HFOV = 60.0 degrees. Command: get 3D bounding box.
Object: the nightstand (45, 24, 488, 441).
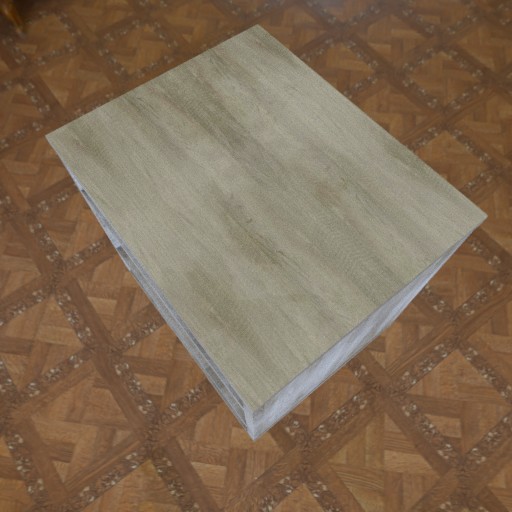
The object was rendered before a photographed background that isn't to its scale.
[{"bbox_3d":[0.000,0.000,0.736,0.347,0.448,0.427,-35,69,-16],"label":"nightstand"}]
